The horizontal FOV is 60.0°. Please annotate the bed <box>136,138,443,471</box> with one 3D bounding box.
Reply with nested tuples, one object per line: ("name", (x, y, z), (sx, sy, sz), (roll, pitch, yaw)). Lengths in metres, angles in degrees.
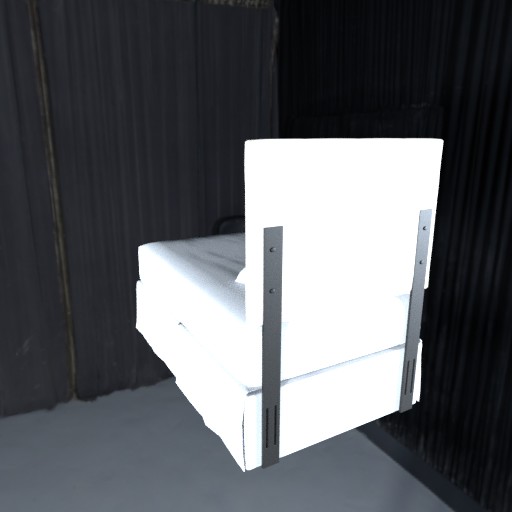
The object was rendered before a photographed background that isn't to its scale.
("bed", (0.000, 0.000, 3.047), (1.261, 1.571, 1.997), (-8, 17, -28))
